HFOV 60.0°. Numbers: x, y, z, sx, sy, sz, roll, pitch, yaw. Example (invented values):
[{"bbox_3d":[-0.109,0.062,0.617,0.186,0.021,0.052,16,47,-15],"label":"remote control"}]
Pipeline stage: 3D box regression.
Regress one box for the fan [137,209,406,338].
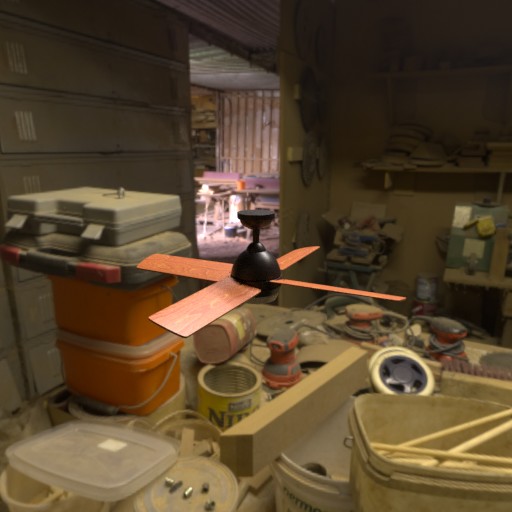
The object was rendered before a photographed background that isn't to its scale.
[{"bbox_3d":[0.000,0.000,2.028,1.332,0.403,1.332,7,16,27],"label":"fan"}]
